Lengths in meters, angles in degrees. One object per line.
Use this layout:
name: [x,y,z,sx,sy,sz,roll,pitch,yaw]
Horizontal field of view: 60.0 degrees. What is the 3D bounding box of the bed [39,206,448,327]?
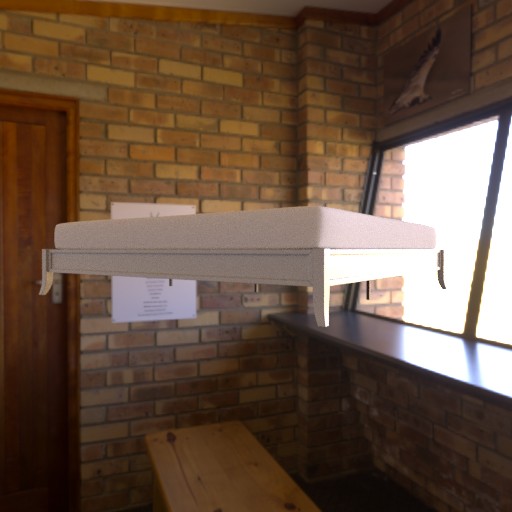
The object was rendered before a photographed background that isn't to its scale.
bed: [0.000,0.000,3.134,2.108,0.510,2.007,1,1,36]
